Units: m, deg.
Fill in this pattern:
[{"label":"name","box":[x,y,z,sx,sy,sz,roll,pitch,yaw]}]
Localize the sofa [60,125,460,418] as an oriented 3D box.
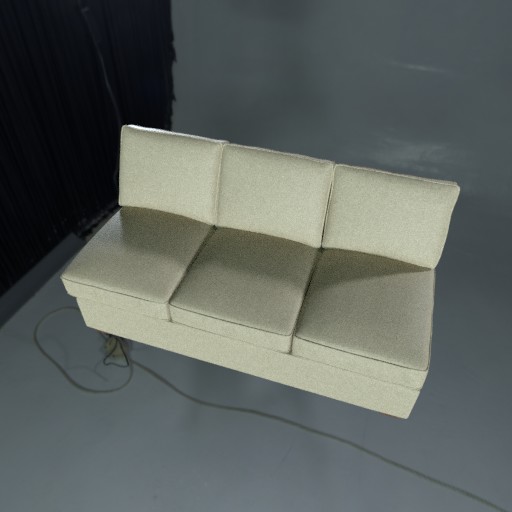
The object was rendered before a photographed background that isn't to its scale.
[{"label":"sofa","box":[0.000,0.000,2.520,1.962,0.973,1.027,13,44,14]}]
